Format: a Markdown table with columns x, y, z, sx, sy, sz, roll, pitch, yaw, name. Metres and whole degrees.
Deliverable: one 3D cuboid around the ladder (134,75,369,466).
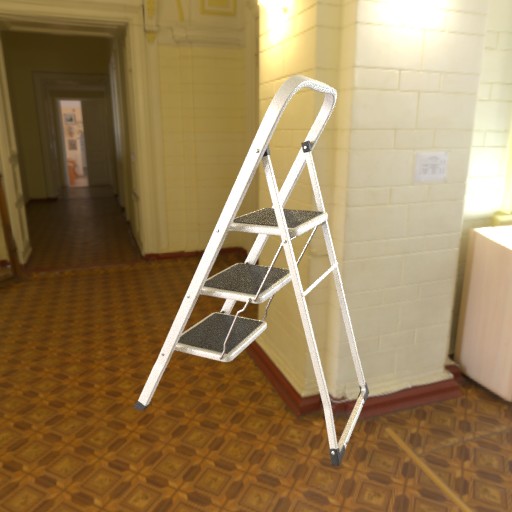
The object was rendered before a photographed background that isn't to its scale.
| x | y | z | sx | sy | sz | roll | pitch | yaw | name |
| --- | --- | --- | --- | --- | --- | --- | --- | --- | --- |
| 0.000 | 0.000 | 1.432 | 0.711 | 1.050 | 0.460 | 7 | 17 | 24 | ladder |
